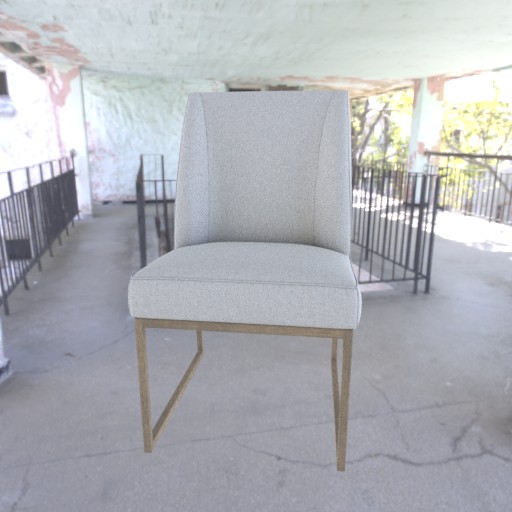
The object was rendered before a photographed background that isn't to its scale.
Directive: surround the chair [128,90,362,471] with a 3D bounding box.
[{"bbox_3d":[0.000,0.000,1.162,0.508,0.863,0.522,2,15,8],"label":"chair"}]
